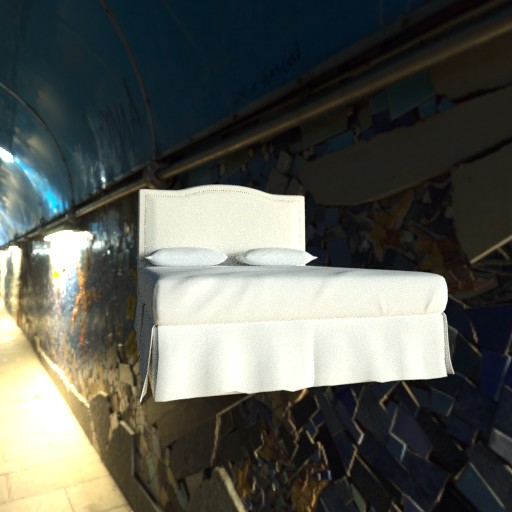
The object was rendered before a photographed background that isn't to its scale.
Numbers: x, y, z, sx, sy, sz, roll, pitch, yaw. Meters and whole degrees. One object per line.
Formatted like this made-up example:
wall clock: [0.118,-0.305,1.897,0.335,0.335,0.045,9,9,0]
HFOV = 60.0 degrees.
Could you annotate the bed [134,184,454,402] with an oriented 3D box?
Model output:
bed: [0.000,0.000,3.435,1.821,1.436,2.282,0,0,-17]
